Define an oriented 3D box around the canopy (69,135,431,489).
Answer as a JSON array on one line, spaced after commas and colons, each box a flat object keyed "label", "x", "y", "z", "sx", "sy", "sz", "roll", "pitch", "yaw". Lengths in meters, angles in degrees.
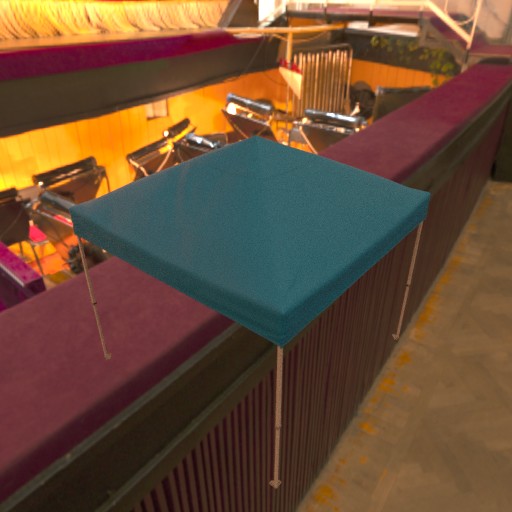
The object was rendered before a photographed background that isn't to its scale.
[{"label": "canopy", "x": 0.000, "y": 0.000, "z": 5.499, "sx": 2.996, "sy": 2.997, "sz": 2.998, "roll": 23, "pitch": 38, "yaw": 33}]
